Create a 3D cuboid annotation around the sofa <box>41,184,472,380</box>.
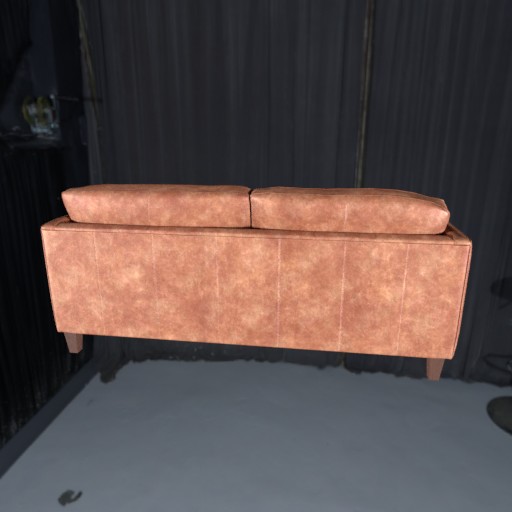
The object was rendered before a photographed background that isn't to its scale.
[{"bbox_3d":[0.000,0.000,2.468,1.971,0.863,0.923,2,17,8],"label":"sofa"}]
